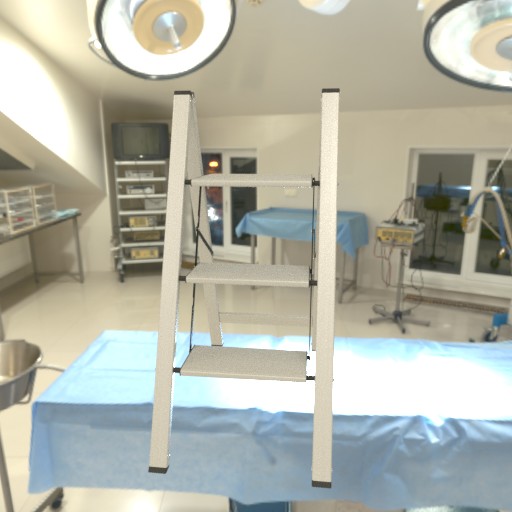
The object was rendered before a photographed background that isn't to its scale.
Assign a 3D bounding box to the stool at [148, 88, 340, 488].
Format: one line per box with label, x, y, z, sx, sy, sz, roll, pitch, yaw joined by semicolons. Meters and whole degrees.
stool;0.000;0.000;1.281;0.441;0.902;0.730;2;14;7
